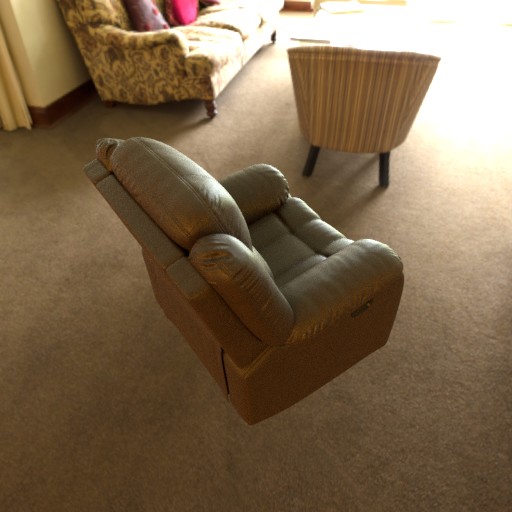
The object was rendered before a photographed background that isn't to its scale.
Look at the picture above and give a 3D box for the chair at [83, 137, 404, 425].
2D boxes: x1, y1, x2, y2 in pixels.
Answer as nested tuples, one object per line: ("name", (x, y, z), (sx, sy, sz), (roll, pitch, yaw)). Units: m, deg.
("chair", (0.000, 0.000, 1.731), (0.934, 1.009, 0.899), (-24, 46, -26))
